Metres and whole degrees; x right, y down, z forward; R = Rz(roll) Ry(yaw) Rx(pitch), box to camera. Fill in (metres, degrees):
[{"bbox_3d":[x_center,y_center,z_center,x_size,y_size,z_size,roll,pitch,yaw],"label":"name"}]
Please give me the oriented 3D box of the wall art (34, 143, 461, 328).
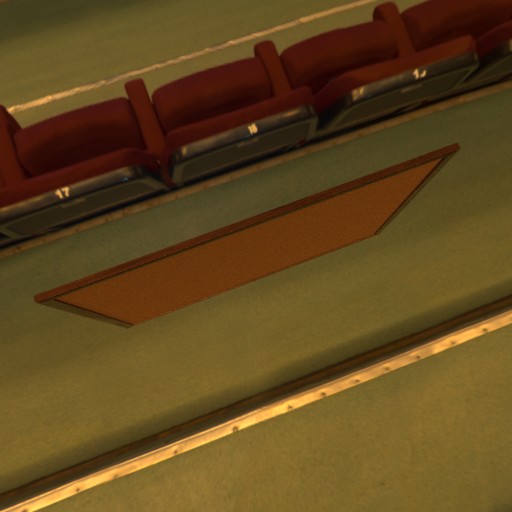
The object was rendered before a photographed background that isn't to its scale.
[{"bbox_3d":[0.000,0.000,1.068,0.816,0.559,0.014,-20,77,-5],"label":"wall art"}]
